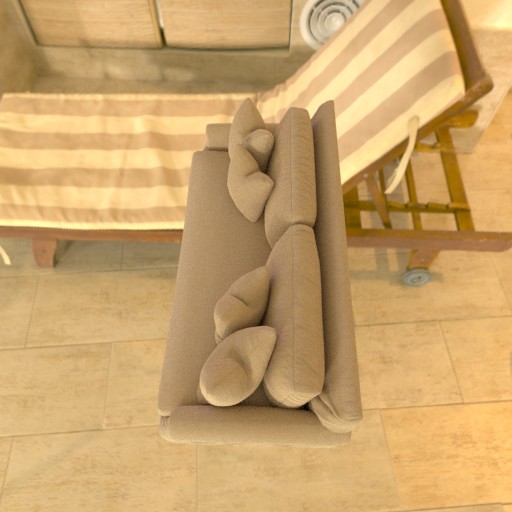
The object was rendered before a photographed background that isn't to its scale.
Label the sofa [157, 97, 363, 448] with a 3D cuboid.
[{"bbox_3d":[0.000,0.000,2.875,1.067,0.904,2.285,1,59,1],"label":"sofa"}]
